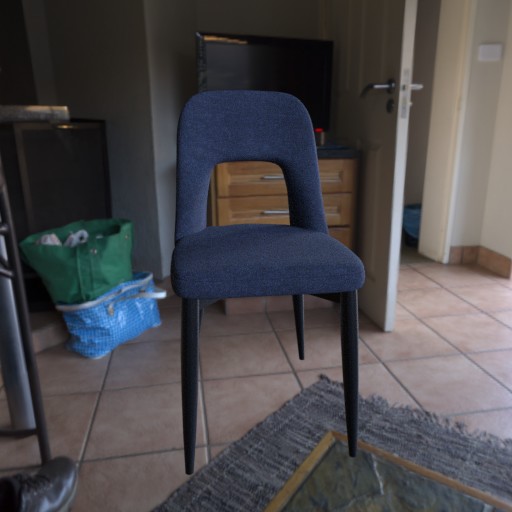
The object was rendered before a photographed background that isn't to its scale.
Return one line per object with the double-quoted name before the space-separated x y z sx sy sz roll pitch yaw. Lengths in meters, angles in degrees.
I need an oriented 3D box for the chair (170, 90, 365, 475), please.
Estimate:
"chair" 0.000 0.000 1.265 0.470 0.931 0.612 -2 16 -8
